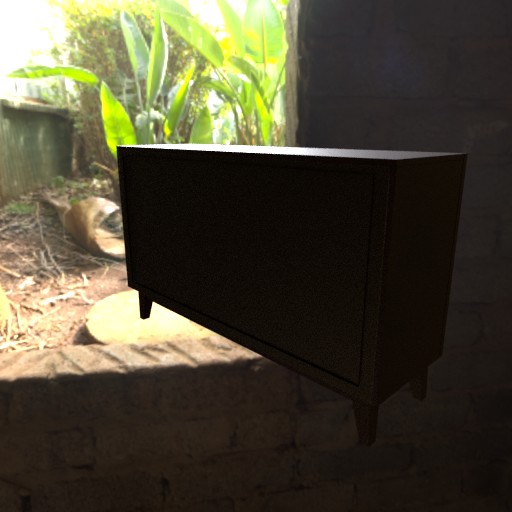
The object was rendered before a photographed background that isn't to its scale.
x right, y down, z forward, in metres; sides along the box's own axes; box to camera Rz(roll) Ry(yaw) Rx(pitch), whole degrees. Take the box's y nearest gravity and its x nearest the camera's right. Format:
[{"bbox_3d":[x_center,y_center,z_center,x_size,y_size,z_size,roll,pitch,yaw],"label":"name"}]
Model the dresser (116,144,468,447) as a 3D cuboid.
[{"bbox_3d":[0.000,0.000,2.065,0.499,0.971,1.609,-15,21,-42],"label":"dresser"}]
